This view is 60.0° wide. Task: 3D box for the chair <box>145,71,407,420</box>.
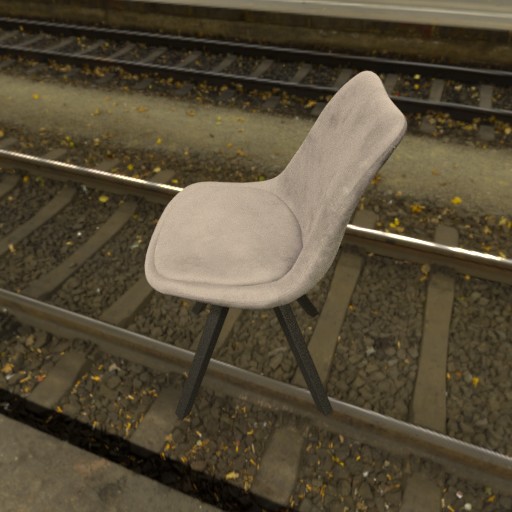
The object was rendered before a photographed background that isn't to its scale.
[{"bbox_3d":[0.000,0.000,1.151,0.550,0.850,0.485,0,40,0],"label":"chair"}]
